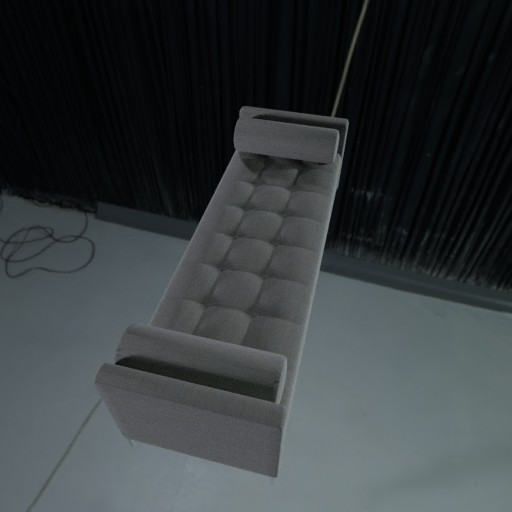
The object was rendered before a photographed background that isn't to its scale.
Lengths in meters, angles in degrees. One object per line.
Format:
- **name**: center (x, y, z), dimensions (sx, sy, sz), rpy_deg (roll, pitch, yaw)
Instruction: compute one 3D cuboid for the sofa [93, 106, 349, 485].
- **sofa**: center (0.000, 0.000, 2.348), dimensions (0.686, 0.635, 1.981), rpy_deg (10, 48, 10)
